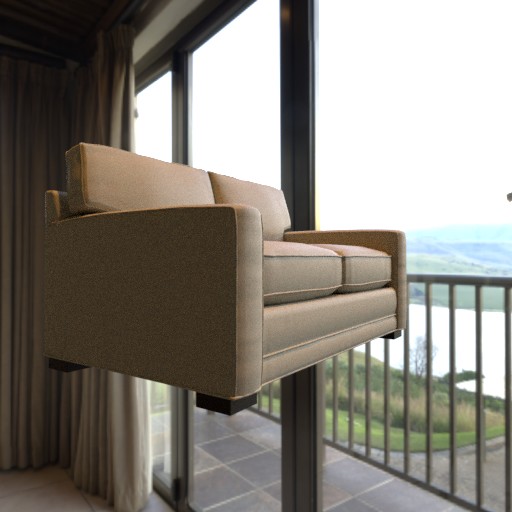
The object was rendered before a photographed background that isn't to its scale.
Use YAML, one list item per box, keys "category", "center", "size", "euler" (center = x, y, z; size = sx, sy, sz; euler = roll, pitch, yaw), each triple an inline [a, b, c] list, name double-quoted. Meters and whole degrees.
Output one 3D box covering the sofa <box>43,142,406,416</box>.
- category: "sofa"
  center: [0.000, 0.000, 2.017]
  size: [0.942, 0.853, 1.484]
  euler: [0, 0, 35]
